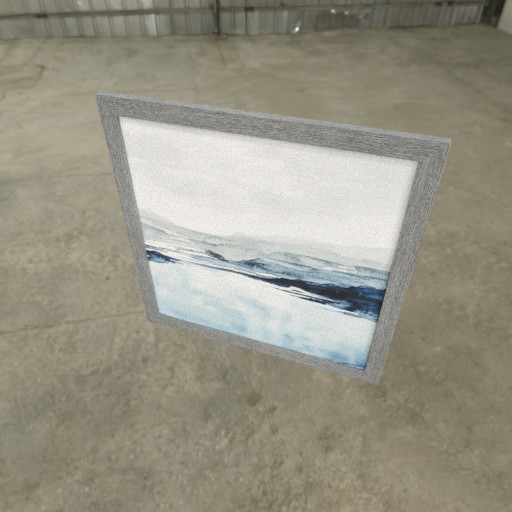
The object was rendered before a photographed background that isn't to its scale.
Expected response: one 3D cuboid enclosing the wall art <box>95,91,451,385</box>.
[{"bbox_3d":[0.000,0.000,1.040,0.685,0.685,0.020,13,42,15],"label":"wall art"}]
